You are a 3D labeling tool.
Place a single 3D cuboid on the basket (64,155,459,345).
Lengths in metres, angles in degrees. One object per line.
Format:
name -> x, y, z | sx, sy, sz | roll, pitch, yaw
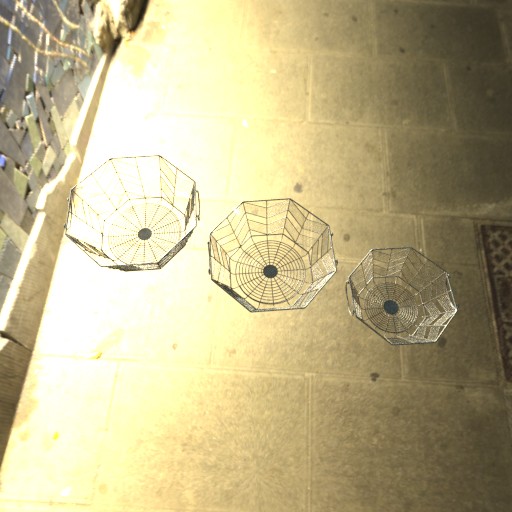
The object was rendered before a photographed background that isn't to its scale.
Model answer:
basket -> 0.000, 0.000, 1.411 | 1.246, 0.178, 0.432 | 16, 65, 8
